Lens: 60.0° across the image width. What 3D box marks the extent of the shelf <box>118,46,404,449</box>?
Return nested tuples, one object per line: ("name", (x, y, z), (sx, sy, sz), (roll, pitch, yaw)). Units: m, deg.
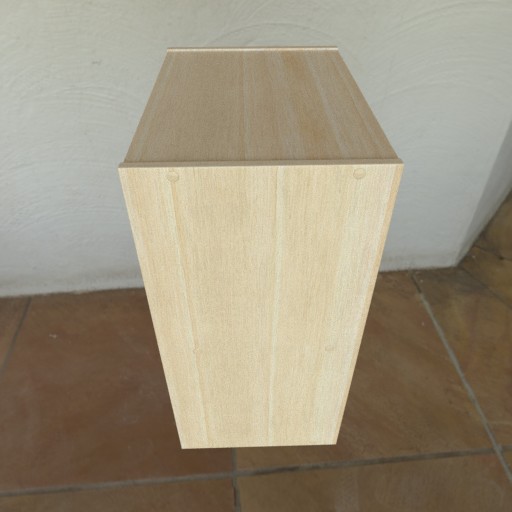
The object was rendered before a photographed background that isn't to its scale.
("shelf", (0.000, 0.000, 0.795), (0.290, 0.592, 0.414), (-1, 41, -1))
